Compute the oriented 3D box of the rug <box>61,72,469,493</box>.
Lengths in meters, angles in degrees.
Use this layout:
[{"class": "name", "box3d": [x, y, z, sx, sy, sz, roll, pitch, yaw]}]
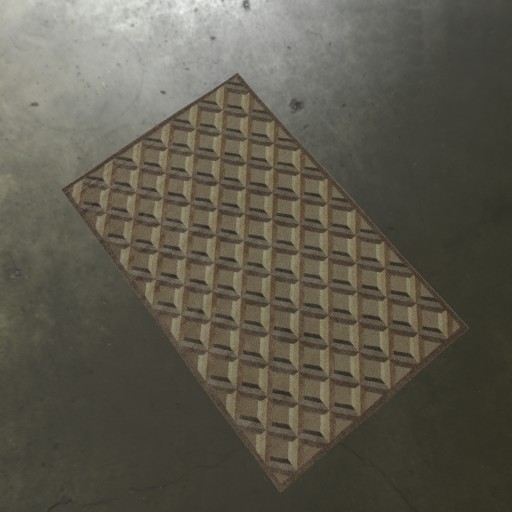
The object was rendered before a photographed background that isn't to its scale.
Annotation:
[{"class": "rug", "box3d": [0.000, 0.000, 2.033, 1.066, 0.011, 1.677, -37, 78, -9]}]
